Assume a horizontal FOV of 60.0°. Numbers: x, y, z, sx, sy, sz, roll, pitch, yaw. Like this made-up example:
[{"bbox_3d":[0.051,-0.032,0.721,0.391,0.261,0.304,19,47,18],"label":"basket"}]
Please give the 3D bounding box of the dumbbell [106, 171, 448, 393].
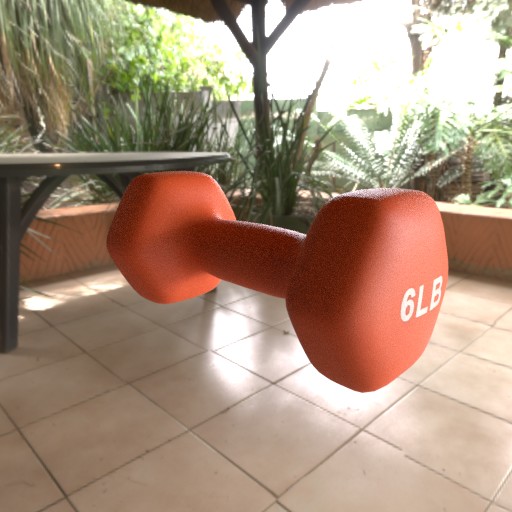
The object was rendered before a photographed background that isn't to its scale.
[{"bbox_3d":[0.000,0.000,0.207,0.162,0.071,0.079,14,21,43],"label":"dumbbell"}]
